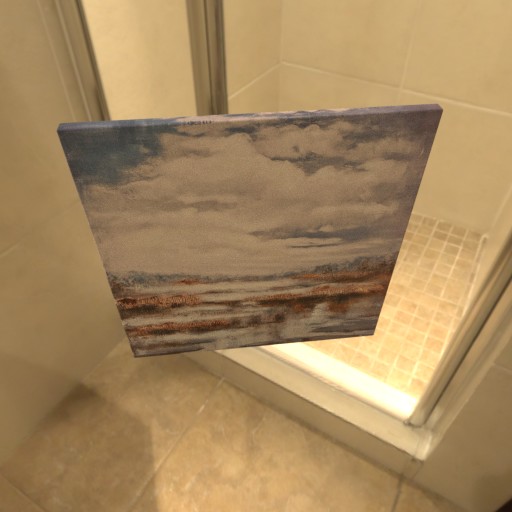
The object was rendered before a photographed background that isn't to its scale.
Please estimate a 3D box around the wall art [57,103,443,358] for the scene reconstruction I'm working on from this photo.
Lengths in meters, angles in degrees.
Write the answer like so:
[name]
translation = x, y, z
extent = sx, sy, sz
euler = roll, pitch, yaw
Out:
[wall art]
translation = 0.000, 0.000, 1.333
extent = 0.888, 0.897, 0.035
euler = -4, 44, -5
